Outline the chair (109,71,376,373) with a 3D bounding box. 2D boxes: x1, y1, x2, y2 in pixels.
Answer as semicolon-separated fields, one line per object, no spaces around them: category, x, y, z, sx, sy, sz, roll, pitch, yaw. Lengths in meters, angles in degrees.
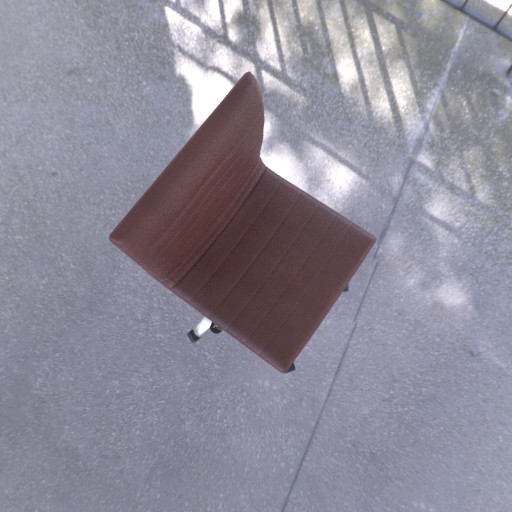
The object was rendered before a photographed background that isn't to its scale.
chair;0.000;0.000;1.106;0.530;0.780;0.556;35;79;8
